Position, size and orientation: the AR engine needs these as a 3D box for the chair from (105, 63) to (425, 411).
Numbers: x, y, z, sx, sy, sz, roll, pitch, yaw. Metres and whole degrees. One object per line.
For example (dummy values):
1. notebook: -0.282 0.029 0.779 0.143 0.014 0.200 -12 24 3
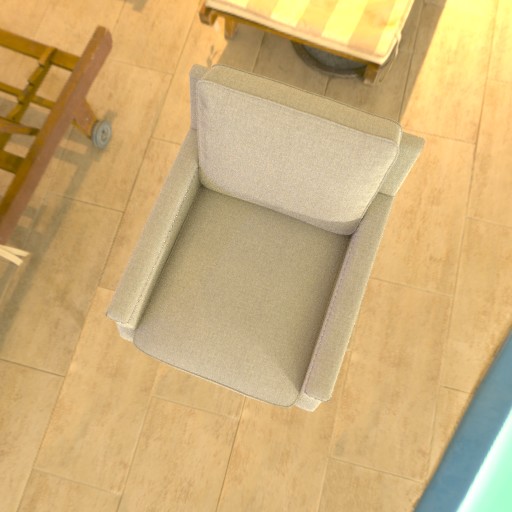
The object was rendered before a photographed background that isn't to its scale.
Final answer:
1. chair: 0.000 0.000 1.726 0.853 0.943 1.014 20 77 5
